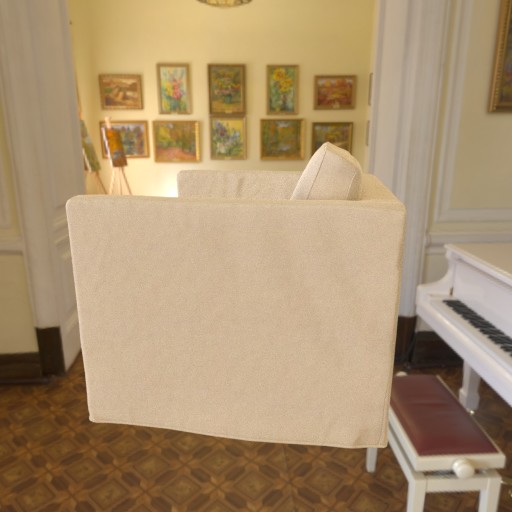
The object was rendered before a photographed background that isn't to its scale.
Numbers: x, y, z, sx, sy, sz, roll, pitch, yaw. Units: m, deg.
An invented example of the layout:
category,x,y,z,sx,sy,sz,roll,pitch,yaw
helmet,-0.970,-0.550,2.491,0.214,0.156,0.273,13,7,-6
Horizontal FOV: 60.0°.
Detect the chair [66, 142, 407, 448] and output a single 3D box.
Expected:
category,x,y,z,sx,sy,sz,roll,pitch,yaw
chair,0.000,0.000,1.711,0.947,0.851,1.057,2,16,9
